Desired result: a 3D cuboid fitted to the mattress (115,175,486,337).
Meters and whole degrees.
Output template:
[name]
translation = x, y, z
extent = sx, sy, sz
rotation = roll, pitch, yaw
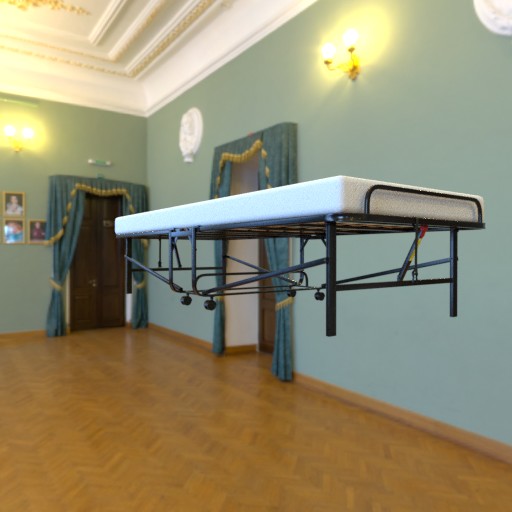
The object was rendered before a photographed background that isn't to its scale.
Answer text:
[mattress]
translation = 0.000, 0.000, 2.457
extent = 0.922, 0.519, 2.153
rotation = 0, 1, -36
